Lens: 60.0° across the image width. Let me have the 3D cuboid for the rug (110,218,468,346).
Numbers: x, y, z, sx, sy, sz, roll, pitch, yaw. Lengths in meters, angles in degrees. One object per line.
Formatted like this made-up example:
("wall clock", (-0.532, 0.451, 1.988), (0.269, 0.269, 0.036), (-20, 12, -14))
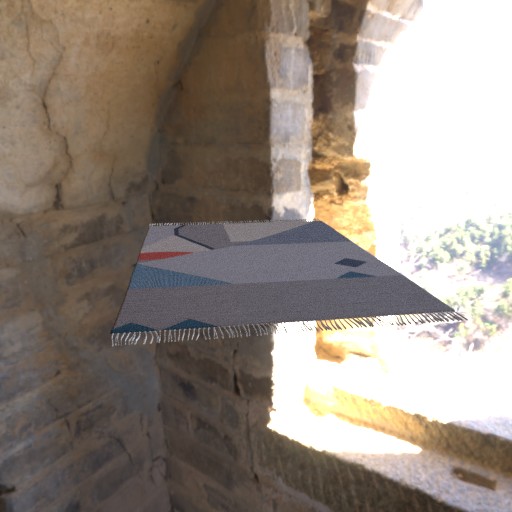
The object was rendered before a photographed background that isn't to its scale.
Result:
("rug", (0.000, 0.000, 2.313), (1.220, 0.005, 1.828), (-3, 16, -9))
